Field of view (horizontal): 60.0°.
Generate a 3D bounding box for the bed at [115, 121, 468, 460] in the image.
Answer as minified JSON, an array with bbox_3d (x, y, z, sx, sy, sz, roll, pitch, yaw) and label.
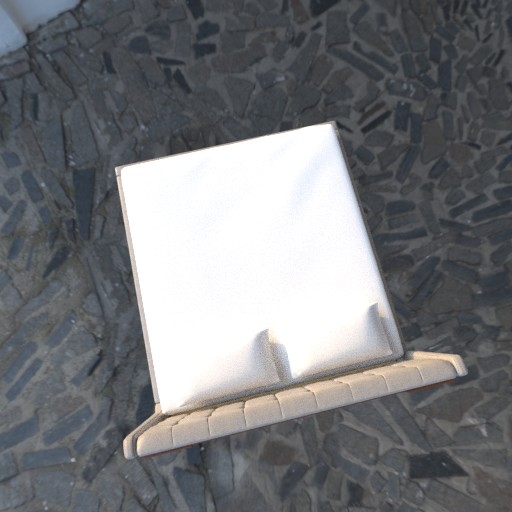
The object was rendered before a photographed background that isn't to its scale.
[{"bbox_3d":[0.000,0.000,3.451,2.062,1.289,2.342,-13,76,-3],"label":"bed"}]
